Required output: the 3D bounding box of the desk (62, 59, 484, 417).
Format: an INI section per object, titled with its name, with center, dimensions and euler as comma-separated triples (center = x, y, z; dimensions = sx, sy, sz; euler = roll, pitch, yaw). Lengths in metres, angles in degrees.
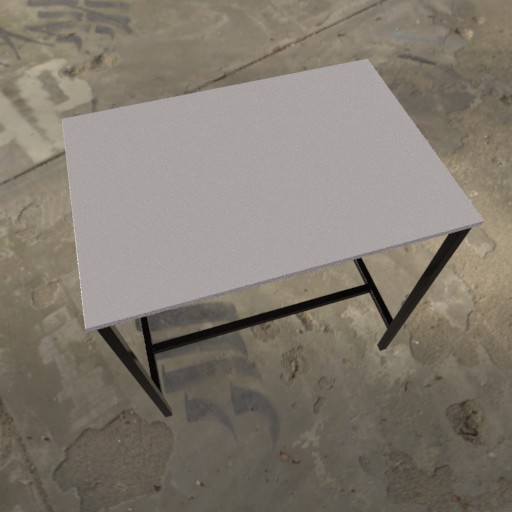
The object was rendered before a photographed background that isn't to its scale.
[desk]
center = 0.000, 0.000, 1.321
dimensions = 0.811, 0.766, 0.573
euler = -15, 59, -9
